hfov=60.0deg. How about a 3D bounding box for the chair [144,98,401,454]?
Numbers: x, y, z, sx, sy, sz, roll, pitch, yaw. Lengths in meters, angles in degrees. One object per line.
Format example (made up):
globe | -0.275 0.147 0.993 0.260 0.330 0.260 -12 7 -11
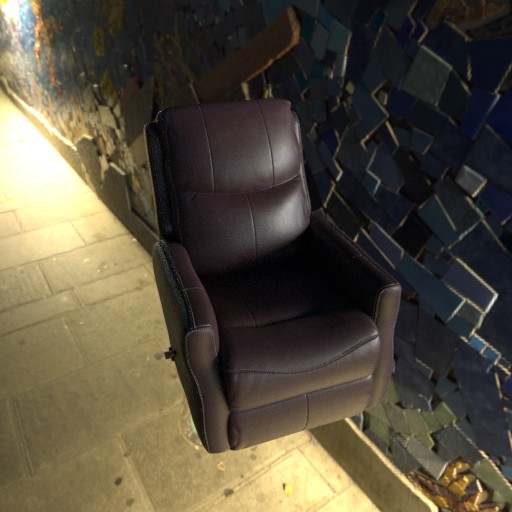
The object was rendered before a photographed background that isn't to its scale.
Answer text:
chair | 0.000 0.000 1.782 0.829 1.030 1.080 -10 34 -16
